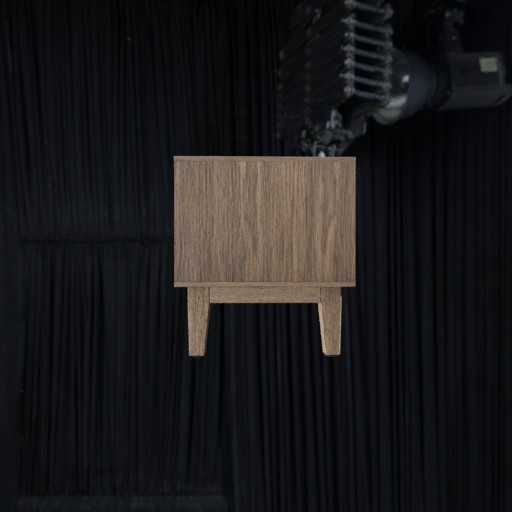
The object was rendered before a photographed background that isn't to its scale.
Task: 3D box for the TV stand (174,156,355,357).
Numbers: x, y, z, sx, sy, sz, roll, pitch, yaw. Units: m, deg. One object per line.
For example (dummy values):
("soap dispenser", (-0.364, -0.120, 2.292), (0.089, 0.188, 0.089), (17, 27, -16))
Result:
("TV stand", (0.000, 0.000, 1.635), (0.366, 0.409, 1.482), (0, 0, -1))
